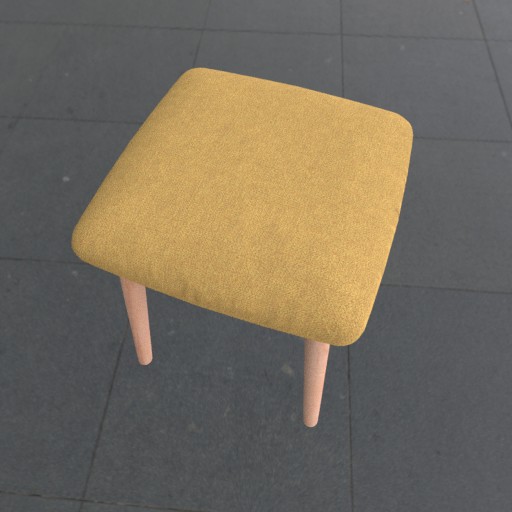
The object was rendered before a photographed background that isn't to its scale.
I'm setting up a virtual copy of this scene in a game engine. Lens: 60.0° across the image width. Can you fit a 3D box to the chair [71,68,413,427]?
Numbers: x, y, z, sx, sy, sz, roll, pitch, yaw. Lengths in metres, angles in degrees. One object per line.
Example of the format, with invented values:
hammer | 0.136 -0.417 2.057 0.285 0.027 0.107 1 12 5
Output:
chair | 0.000 0.000 0.694 0.350 0.440 0.350 17 60 10
